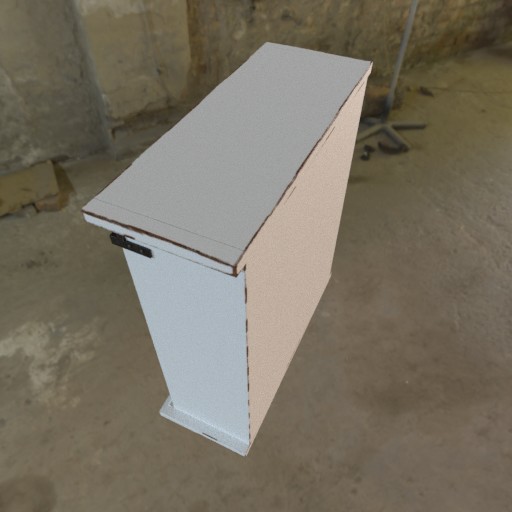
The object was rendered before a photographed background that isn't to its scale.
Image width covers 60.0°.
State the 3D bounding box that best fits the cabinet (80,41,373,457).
[{"bbox_3d":[0.000,0.000,0.888,0.210,0.603,0.541,19,51,17],"label":"cabinet"}]
